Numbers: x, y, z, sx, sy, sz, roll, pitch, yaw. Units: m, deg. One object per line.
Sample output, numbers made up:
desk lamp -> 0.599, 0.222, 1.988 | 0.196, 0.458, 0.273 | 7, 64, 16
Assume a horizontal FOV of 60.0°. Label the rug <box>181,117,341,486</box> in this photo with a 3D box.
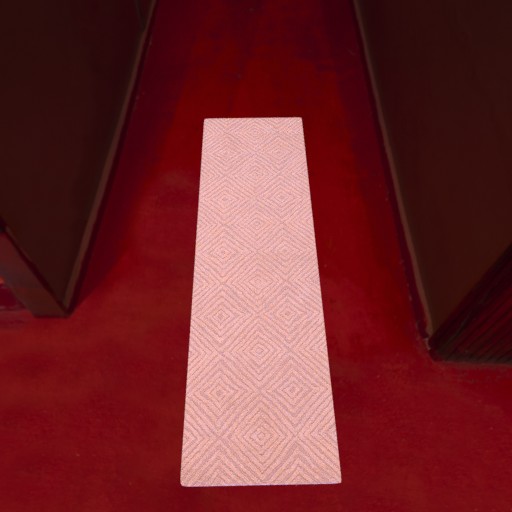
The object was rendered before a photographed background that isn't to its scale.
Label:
rug -> 0.000, 0.000, 2.470 | 0.676, 0.008, 2.277 | -1, 57, -1
